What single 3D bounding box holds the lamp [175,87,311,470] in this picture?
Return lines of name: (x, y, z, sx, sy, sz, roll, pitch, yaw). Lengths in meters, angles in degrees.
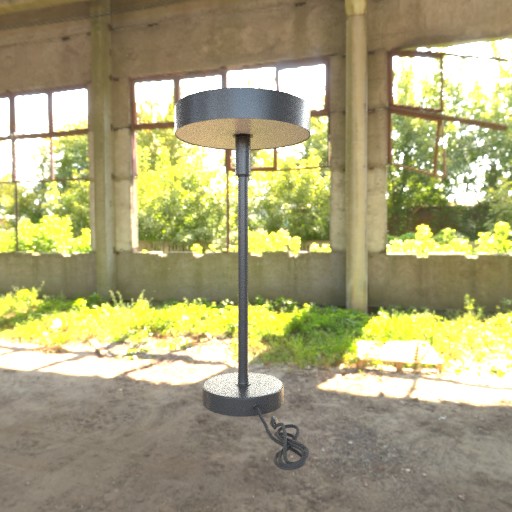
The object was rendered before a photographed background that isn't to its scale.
lamp: (0.000, 0.000, 0.694, 0.229, 0.508, 0.369, -1, 2, -18)
